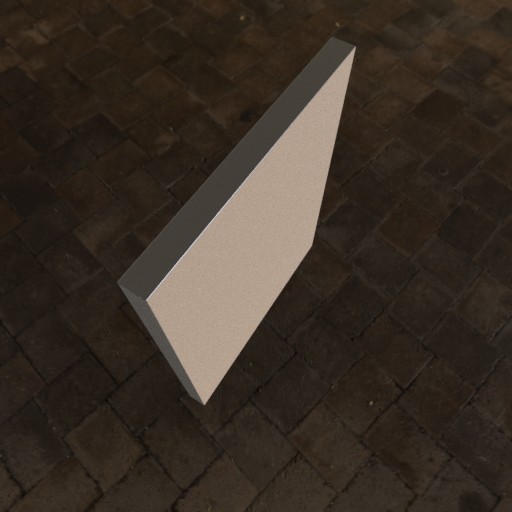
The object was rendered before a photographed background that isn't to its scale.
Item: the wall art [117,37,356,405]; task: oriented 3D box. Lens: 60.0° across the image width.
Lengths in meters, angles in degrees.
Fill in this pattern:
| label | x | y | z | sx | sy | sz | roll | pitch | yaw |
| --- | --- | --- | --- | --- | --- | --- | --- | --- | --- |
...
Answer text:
| label | x | y | z | sx | sy | sz | roll | pitch | yaw |
| --- | --- | --- | --- | --- | --- | --- | --- | --- | --- |
| wall art | 0.000 | 0.000 | 0.767 | 0.038 | 0.549 | 0.452 | 29 | 65 | 15 |
